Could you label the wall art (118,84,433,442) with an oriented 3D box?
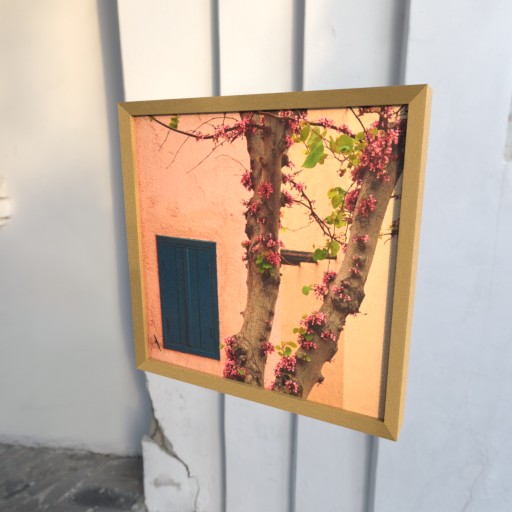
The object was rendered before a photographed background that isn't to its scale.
[{"bbox_3d":[0.000,0.000,0.448,0.304,0.305,0.038,7,15,26],"label":"wall art"}]
